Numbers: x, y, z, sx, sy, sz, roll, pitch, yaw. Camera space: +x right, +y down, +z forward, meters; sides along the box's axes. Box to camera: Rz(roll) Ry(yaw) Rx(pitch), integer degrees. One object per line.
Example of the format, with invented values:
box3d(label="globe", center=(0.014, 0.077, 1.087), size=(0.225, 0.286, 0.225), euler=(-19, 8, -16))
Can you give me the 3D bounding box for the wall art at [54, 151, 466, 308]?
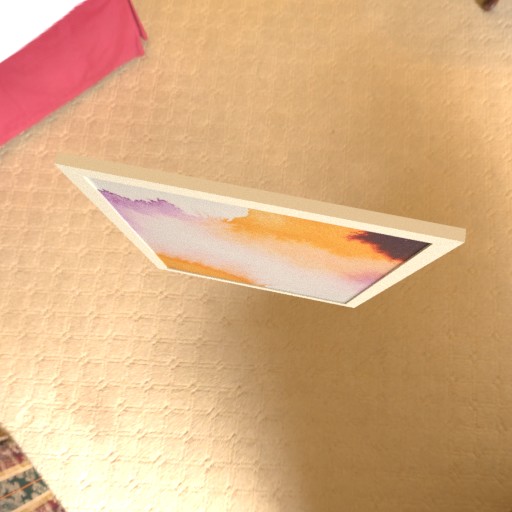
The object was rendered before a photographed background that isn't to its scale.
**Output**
box3d(label="wall art", center=(0.000, 0.000, 0.626), size=(0.382, 0.456, 0.013), euler=(11, 76, 3))
